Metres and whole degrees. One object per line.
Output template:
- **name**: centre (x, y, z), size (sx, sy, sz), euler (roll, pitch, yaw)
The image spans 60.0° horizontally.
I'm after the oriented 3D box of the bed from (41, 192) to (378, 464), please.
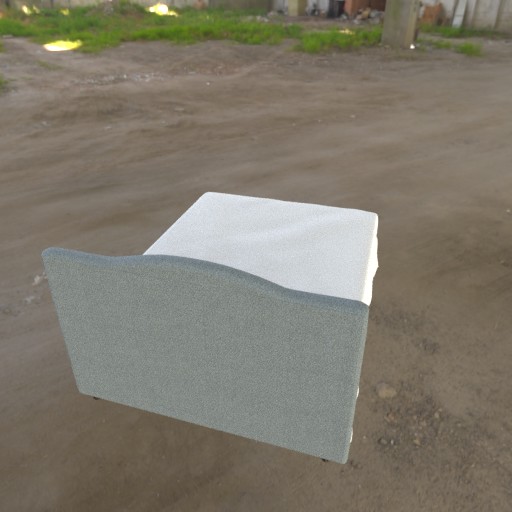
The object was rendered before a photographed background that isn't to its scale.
- **bed**: centre (0.000, 0.000, 3.971), size (2.161, 1.457, 2.689), euler (9, 33, 15)
